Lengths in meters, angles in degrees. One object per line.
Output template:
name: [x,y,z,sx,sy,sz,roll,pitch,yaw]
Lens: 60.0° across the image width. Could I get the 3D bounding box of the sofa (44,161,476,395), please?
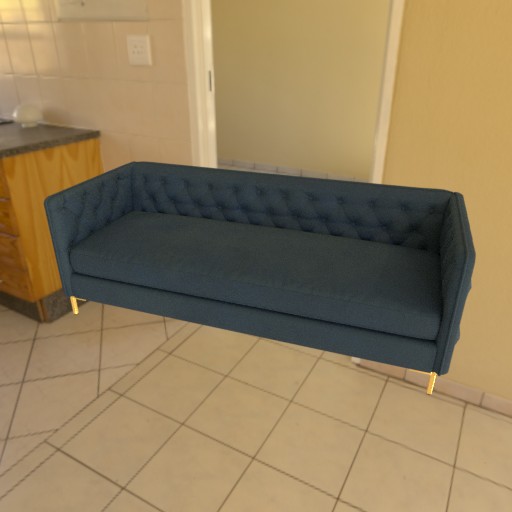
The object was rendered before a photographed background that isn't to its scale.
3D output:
sofa: [0.000,0.000,2.607,2.209,0.771,0.895,9,28,17]
